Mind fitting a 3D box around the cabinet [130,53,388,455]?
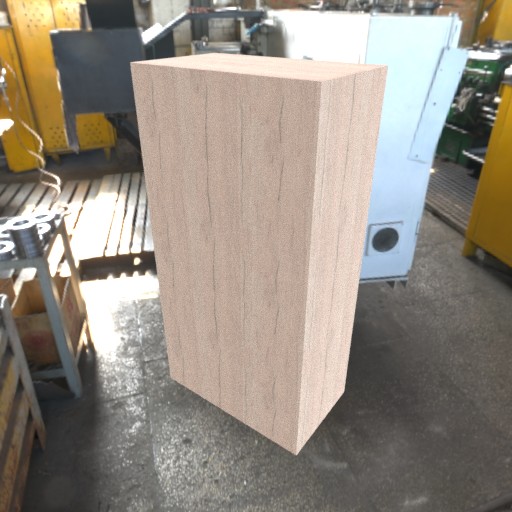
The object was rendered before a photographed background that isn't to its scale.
[{"bbox_3d":[0.000,0.000,2.413,0.980,1.930,0.580,20,35,31],"label":"cabinet"}]
